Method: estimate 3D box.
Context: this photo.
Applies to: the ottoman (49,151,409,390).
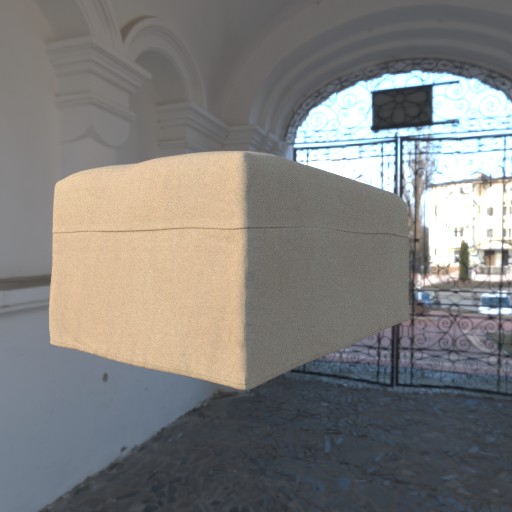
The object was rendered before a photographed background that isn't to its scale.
[{"bbox_3d":[0.000,0.000,1.195,0.590,0.444,0.872,1,1,35],"label":"ottoman"}]
